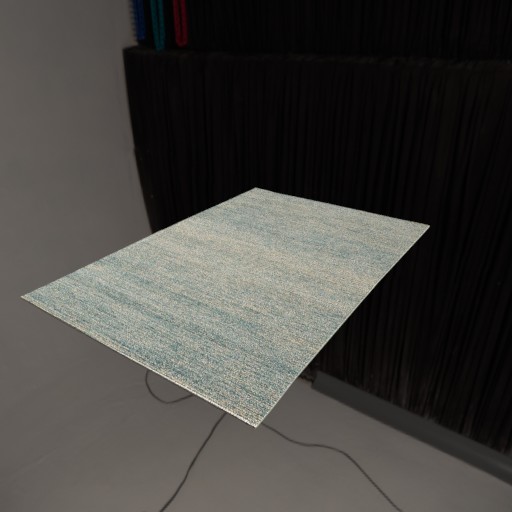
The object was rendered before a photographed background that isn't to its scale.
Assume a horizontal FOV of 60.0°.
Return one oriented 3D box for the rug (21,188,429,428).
[{"bbox_3d":[0.000,0.000,5.102,2.802,0.052,4.078,18,32,30],"label":"rug"}]
